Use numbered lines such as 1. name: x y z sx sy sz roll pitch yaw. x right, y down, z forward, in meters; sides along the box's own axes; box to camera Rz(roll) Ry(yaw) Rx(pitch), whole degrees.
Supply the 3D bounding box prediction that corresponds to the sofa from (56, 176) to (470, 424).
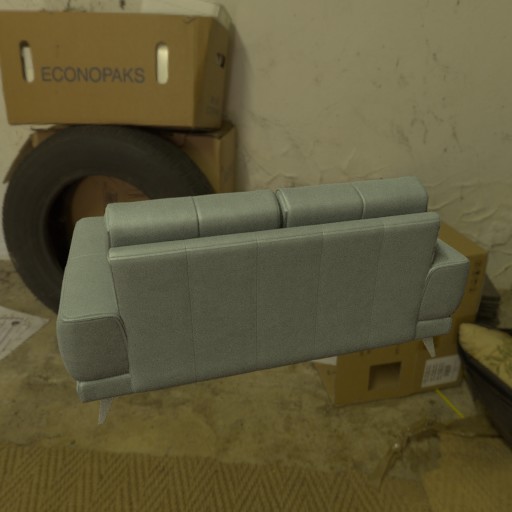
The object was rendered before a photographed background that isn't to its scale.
1. sofa: 0.000 0.000 2.253 1.806 0.907 1.018 -7 28 -14
